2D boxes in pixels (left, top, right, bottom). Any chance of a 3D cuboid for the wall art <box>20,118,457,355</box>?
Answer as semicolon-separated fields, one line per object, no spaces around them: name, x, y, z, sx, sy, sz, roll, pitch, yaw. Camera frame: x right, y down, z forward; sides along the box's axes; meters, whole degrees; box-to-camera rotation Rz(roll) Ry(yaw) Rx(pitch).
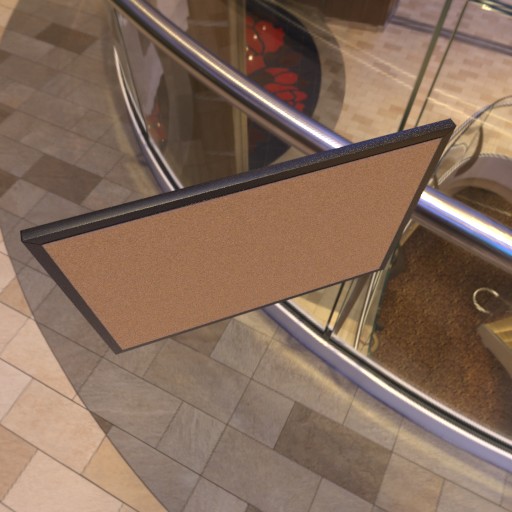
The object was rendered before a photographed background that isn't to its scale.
wall art;0.000;0.000;0.560;0.440;0.306;0.013;-16;60;-10
